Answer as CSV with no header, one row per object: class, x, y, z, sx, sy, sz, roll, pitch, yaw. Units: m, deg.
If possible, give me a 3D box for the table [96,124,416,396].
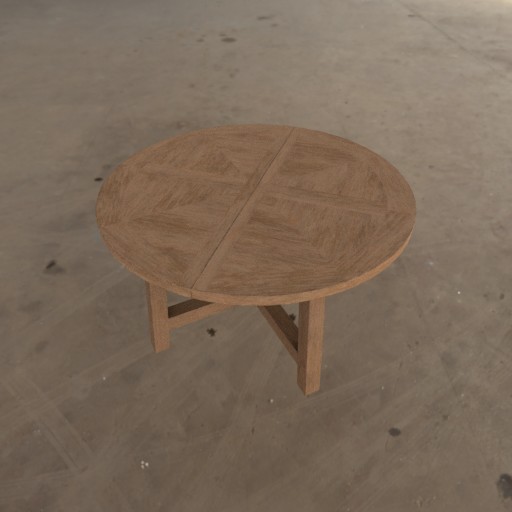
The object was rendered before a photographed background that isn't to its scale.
table,0.000,0.000,2.134,1.319,0.762,1.319,0,40,0
